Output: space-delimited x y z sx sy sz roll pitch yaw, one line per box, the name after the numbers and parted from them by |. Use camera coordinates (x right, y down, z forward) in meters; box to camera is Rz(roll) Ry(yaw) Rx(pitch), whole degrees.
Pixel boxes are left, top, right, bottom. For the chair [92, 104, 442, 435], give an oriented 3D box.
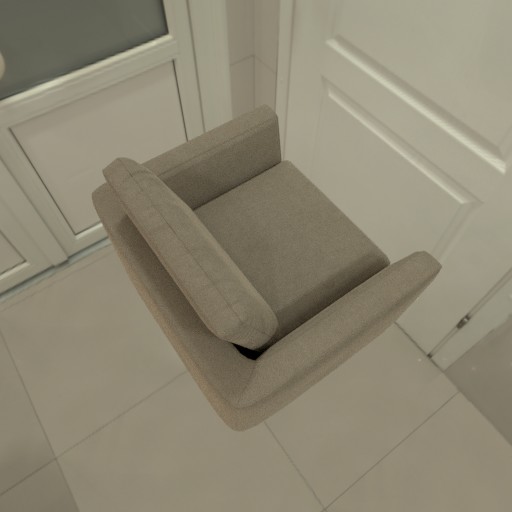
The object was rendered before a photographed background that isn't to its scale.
0.000 0.000 1.762 0.889 0.864 1.041 -31 63 -18 | chair
